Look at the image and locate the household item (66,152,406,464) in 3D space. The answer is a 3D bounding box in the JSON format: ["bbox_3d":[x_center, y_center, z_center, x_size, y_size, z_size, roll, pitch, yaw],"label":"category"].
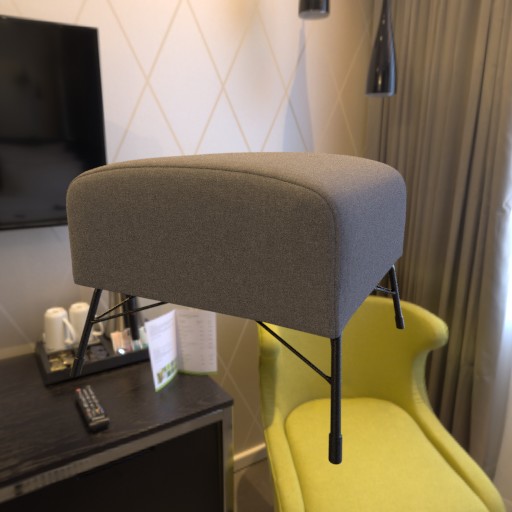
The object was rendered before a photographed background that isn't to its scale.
[{"bbox_3d":[0.000,0.000,0.900,0.530,0.410,0.530,7,16,26],"label":"household item"}]
